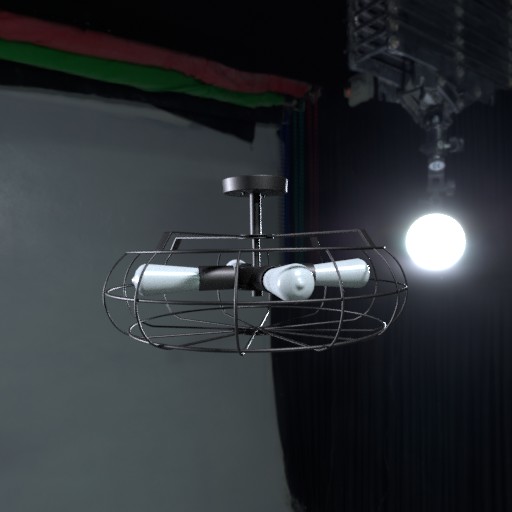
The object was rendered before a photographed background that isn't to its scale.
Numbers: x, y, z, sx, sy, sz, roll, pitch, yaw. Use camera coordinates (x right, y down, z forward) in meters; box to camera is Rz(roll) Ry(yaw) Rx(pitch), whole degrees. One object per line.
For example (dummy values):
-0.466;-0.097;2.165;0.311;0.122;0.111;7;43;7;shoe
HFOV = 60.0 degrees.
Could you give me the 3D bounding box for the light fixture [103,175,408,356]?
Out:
0.000;0.000;0.901;0.582;0.311;0.582;0;0;0;light fixture
